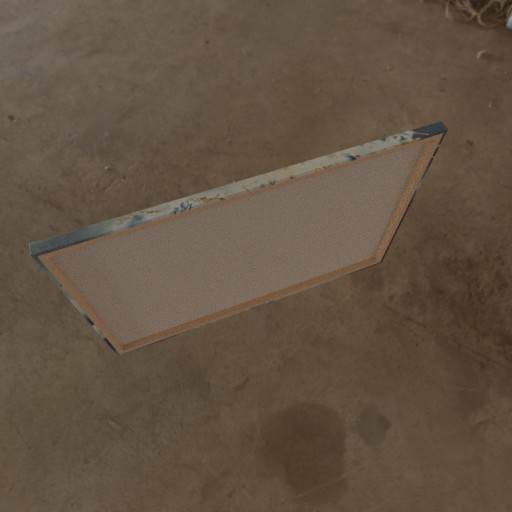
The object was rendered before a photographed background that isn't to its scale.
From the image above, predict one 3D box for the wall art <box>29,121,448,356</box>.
[{"bbox_3d":[0.000,0.000,1.472,1.138,0.759,0.035,-18,61,-10],"label":"wall art"}]
